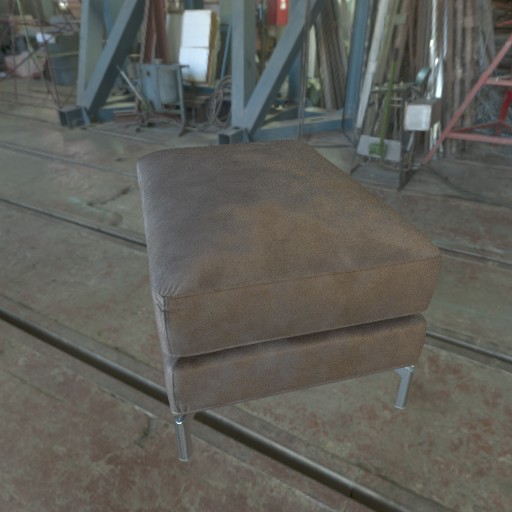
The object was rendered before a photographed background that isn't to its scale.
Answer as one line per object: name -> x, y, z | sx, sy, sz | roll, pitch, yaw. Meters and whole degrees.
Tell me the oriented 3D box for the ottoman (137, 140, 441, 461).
ottoman -> 0.000, 0.000, 1.102 | 0.520, 0.456, 0.719 | -8, 32, -13
